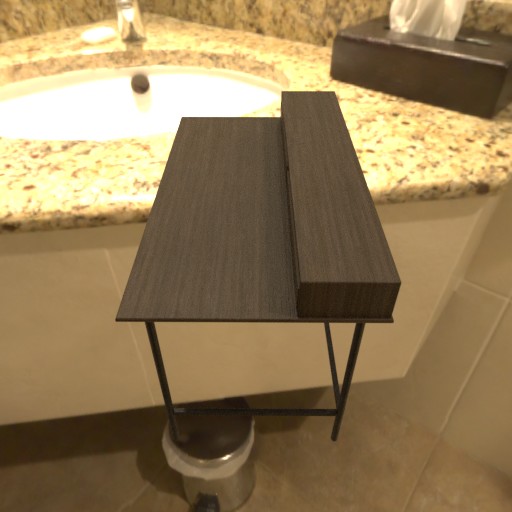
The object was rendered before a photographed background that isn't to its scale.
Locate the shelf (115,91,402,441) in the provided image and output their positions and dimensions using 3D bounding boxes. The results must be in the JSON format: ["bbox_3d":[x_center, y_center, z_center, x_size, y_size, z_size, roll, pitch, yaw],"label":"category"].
[{"bbox_3d":[0.000,0.000,1.751,0.685,0.865,1.212,0,41,0],"label":"shelf"}]
